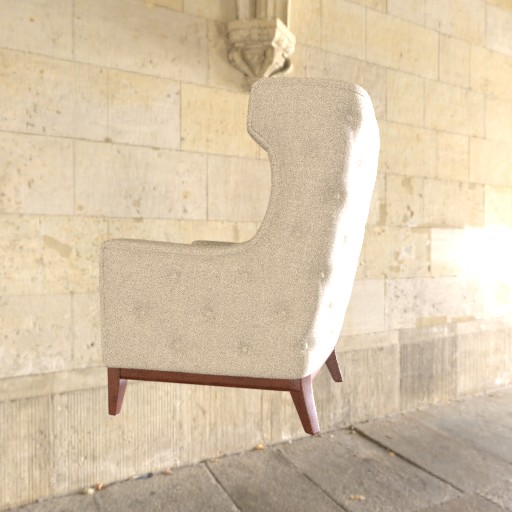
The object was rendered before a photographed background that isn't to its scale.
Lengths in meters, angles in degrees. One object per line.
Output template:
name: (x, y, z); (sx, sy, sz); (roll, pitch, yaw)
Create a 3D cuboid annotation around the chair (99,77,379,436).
chair: (0.000, 0.000, 1.695); (0.899, 1.079, 0.778); (0, 1, 18)
